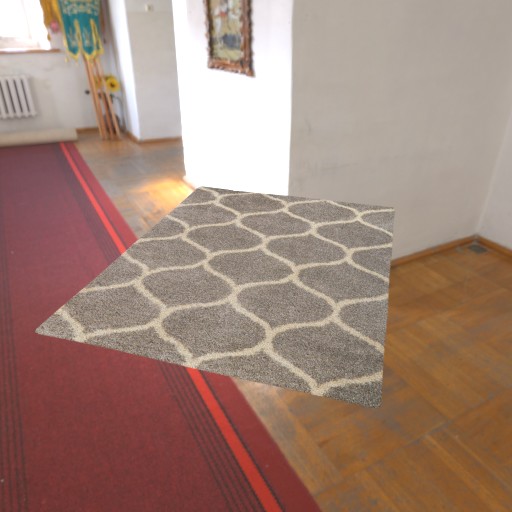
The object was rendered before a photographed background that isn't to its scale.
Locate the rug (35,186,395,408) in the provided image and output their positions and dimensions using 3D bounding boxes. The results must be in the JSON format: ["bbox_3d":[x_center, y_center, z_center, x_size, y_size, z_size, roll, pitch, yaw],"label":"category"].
[{"bbox_3d":[0.000,0.000,4.091,2.399,0.026,3.000,8,31,14],"label":"rug"}]
